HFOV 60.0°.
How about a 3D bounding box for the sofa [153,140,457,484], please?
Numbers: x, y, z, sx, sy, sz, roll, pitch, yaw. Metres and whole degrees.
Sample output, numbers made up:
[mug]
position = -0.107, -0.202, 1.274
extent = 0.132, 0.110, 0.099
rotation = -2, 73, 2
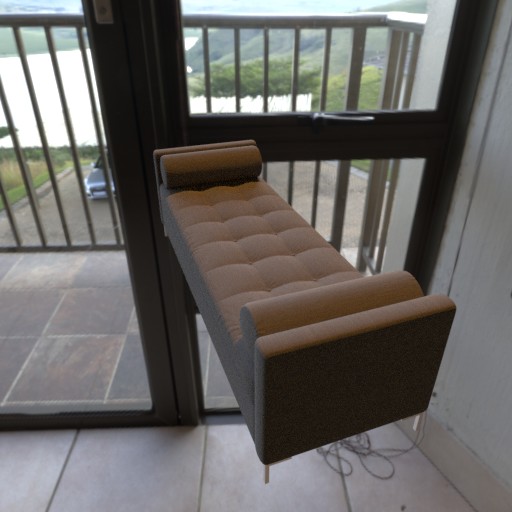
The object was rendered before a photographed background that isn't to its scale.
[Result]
[sofa]
position = 0.000, 0.000, 2.286
extent = 0.686, 0.635, 1.981
rotation = -11, 33, -17
